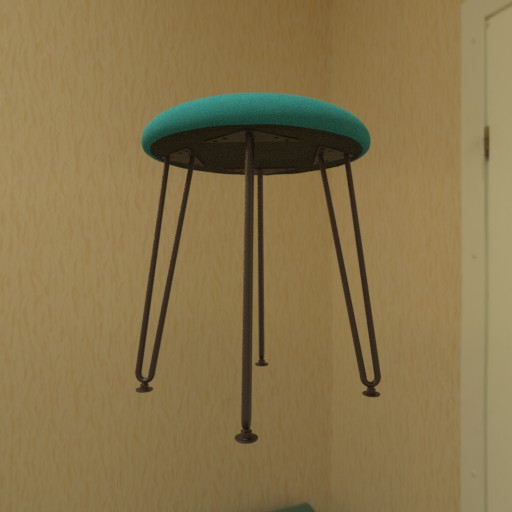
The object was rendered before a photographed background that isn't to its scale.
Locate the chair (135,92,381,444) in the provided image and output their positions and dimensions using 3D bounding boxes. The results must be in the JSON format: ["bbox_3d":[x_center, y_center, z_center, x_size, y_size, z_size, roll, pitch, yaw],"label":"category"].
[{"bbox_3d":[0.000,0.000,0.699,0.350,0.430,0.350,0,0,37],"label":"chair"}]
